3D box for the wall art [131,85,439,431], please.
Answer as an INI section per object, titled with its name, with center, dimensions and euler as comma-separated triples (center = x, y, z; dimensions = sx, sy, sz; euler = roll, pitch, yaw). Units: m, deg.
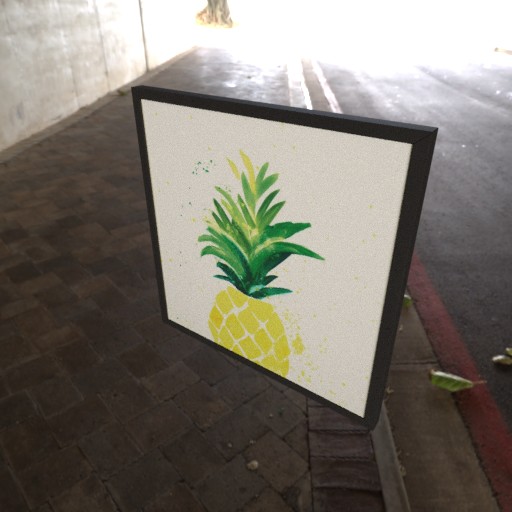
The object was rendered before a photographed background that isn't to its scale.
[wall art]
center = 0.000, 0.000, 1.147
dimensions = 0.762, 0.760, 0.037
euler = 20, 35, 30
